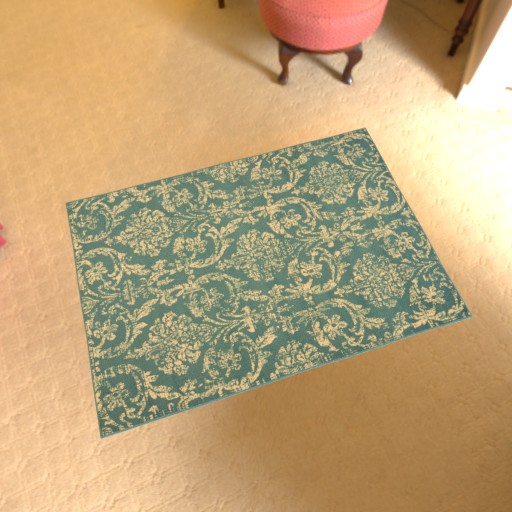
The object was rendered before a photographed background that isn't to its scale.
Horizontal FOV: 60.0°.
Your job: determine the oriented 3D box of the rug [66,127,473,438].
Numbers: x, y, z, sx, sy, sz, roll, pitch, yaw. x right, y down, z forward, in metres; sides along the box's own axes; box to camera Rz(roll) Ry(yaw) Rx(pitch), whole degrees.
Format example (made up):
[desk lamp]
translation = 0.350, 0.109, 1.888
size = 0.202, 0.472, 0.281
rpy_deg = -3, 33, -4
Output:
[rug]
translation = 0.000, 0.000, 2.809
size = 2.205, 0.012, 1.554
rpy_deg = -16, 64, -8
